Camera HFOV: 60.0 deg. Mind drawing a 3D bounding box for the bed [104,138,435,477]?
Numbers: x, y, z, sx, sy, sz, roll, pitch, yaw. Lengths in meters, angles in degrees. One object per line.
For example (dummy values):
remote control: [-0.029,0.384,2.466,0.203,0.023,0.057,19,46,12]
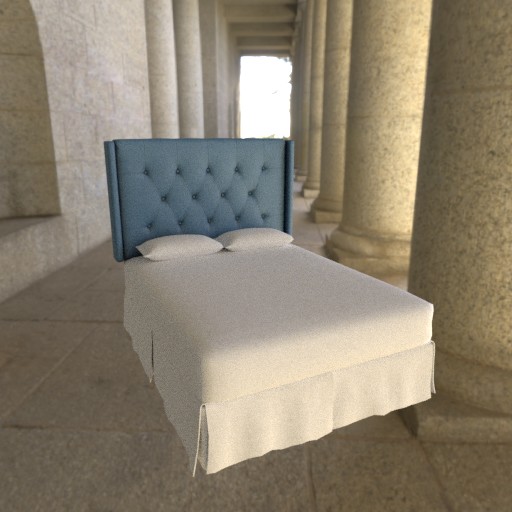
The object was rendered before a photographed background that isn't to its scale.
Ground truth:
bed: [0.000,0.000,3.264,1.719,1.665,2.078,-8,17,-25]
